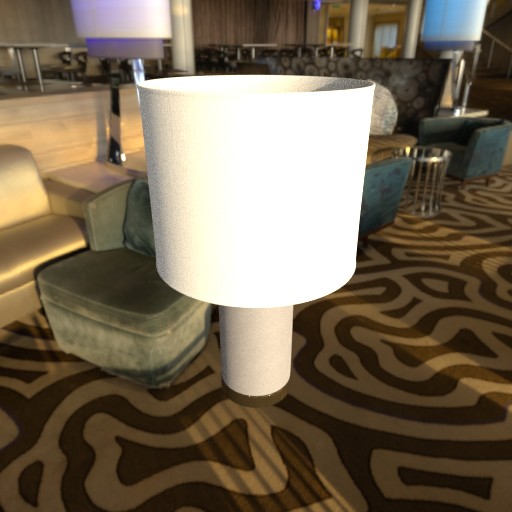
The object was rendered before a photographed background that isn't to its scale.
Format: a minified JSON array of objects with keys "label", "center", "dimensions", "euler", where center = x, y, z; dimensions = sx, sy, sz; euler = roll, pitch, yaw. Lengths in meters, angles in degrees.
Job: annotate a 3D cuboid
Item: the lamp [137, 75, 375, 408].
[{"label":"lamp","center":[0.000,0.000,0.519],"dimensions":[0.229,0.380,0.229],"euler":[0,25,0]}]
